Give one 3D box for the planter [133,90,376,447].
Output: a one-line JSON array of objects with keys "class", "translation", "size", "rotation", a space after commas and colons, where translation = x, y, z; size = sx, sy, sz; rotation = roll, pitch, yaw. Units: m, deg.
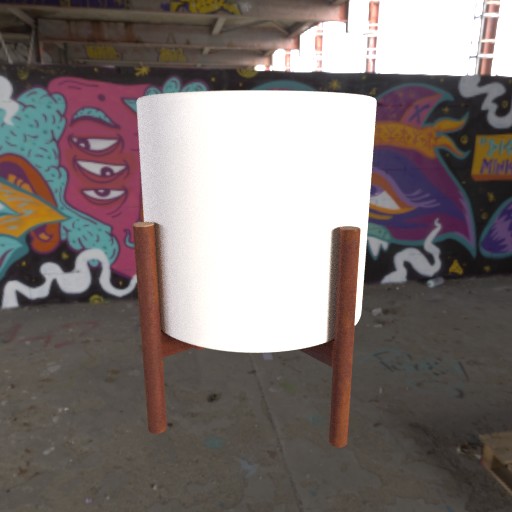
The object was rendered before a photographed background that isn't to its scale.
[{"class": "planter", "translation": [0.000, 0.000, 0.876], "size": [0.420, 0.581, 0.421], "rotation": [3, 16, 9]}]
